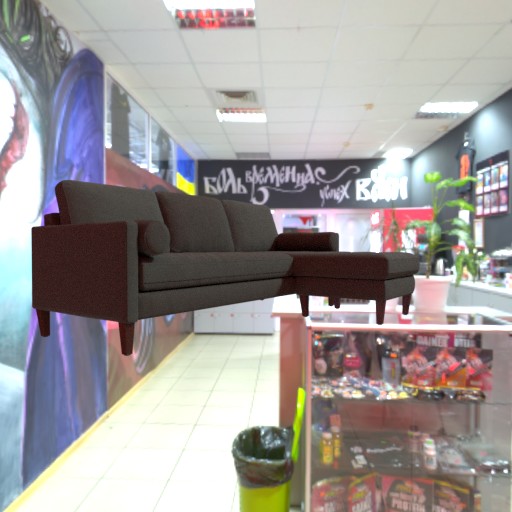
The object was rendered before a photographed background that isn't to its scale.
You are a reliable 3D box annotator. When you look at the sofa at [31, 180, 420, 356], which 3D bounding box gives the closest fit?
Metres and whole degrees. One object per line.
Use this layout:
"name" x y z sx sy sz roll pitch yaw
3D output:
"sofa" 0.000 0.000 2.873 1.506 0.876 2.178 1 1 36
